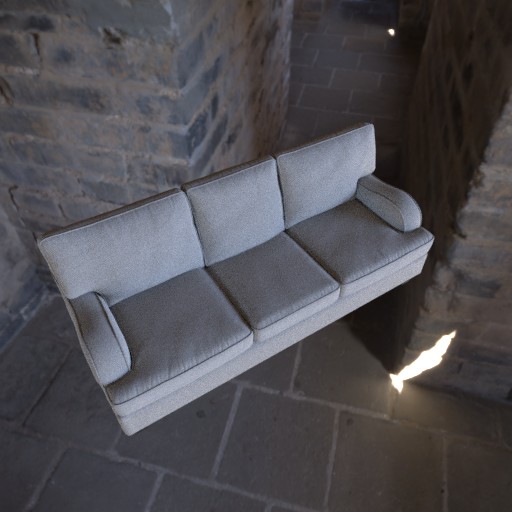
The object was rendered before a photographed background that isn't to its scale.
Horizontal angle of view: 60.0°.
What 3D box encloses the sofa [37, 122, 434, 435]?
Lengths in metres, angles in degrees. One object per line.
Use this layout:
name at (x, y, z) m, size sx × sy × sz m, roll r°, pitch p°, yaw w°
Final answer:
sofa at (0.000, 0.000, 2.874) m, size 2.323 × 0.997 × 1.016 m, roll -24°, pitch 51°, yaw -22°
